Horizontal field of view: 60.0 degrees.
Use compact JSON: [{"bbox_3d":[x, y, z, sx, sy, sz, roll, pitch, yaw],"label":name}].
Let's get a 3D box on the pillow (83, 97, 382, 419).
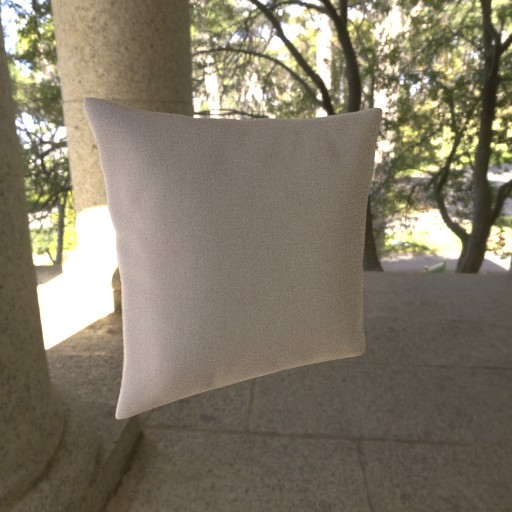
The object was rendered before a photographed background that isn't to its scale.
[{"bbox_3d":[0.000,0.000,0.780,0.523,0.510,0.166,-7,17,-25],"label":"pillow"}]
